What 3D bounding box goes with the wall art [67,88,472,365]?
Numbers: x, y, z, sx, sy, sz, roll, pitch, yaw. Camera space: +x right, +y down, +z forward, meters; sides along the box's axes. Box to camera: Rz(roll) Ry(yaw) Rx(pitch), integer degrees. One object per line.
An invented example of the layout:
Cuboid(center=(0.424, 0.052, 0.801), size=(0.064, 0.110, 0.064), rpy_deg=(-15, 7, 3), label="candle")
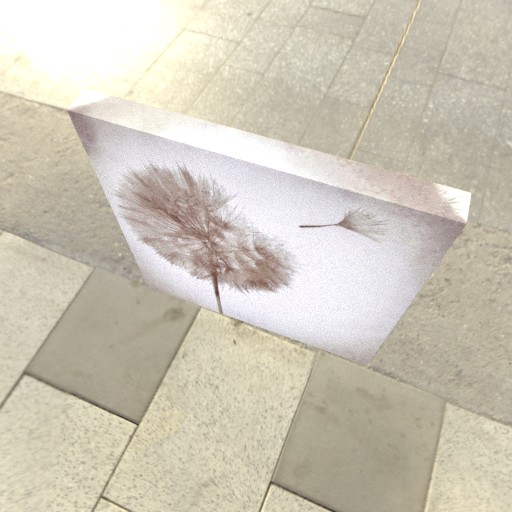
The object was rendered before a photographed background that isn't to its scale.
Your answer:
Cuboid(center=(0.000, 0.000, 0.452), size=(0.303, 0.303, 0.028), rpy_deg=(18, 61, 11), label="wall art")
